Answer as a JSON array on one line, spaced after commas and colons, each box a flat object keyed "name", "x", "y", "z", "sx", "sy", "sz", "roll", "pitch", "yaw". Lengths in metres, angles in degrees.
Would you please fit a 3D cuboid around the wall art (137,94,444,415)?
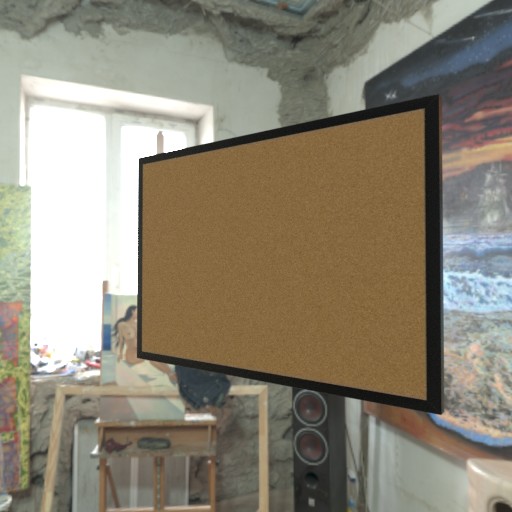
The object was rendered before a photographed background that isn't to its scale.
[{"name": "wall art", "x": 0.000, "y": 0.000, "z": 0.555, "sx": 0.440, "sy": 0.306, "sz": 0.013, "roll": -1, "pitch": -1, "yaw": 36}]
